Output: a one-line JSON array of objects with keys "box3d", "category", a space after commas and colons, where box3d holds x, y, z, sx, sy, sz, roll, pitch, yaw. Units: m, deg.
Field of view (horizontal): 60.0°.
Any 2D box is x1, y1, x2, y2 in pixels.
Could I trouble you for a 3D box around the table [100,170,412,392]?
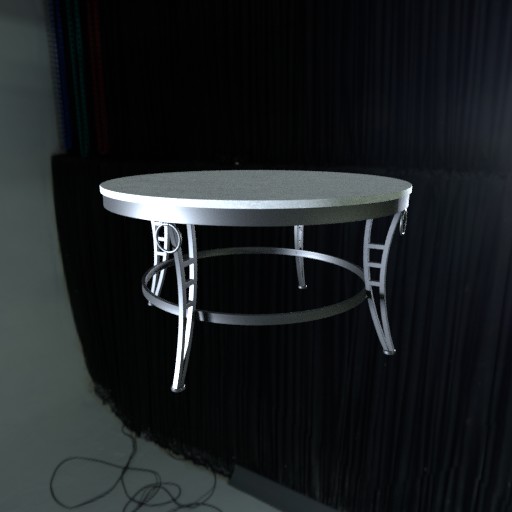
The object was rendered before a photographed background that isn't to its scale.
[{"box3d": [0.000, 0.000, 1.393, 0.889, 0.470, 0.889, 0, 15, 0], "category": "table"}]
